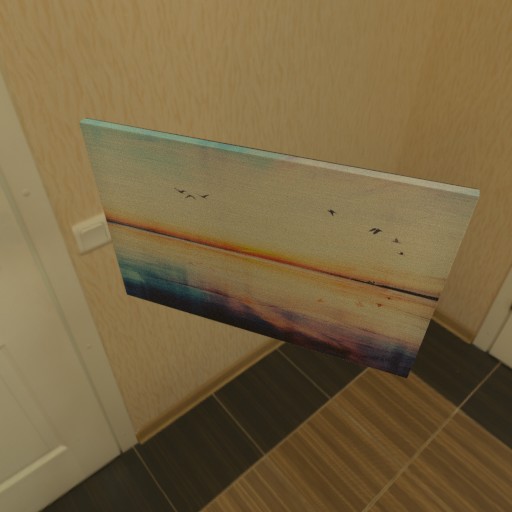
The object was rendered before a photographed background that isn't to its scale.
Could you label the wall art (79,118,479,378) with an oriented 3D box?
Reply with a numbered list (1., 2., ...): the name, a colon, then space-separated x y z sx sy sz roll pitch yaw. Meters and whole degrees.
1. wall art: 0.000 0.000 0.773 0.604 0.402 0.018 14 43 15
